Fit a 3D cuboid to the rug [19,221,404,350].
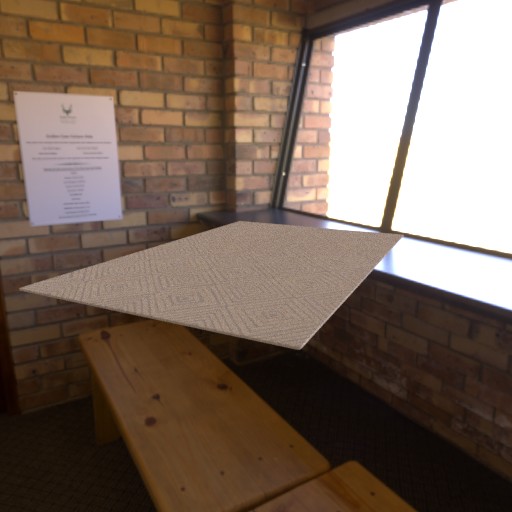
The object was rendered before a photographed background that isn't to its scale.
[{"bbox_3d":[0.000,0.000,2.199,1.143,0.008,1.753,7,15,26],"label":"rug"}]
